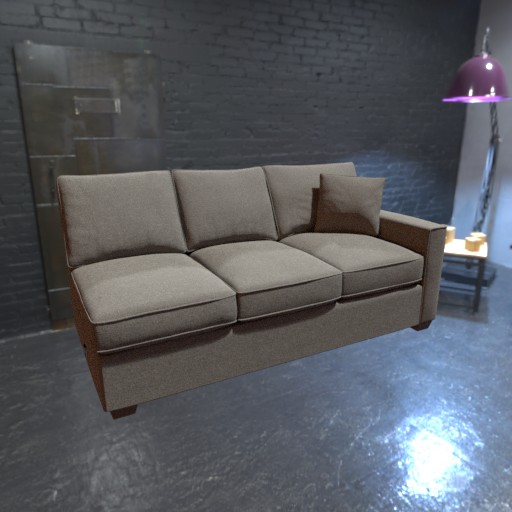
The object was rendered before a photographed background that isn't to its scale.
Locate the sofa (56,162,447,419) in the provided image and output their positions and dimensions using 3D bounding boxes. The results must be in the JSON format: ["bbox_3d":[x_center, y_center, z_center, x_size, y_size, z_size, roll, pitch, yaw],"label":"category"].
[{"bbox_3d":[0.000,0.000,2.528,1.963,0.946,1.034,-9,18,-27],"label":"sofa"}]
